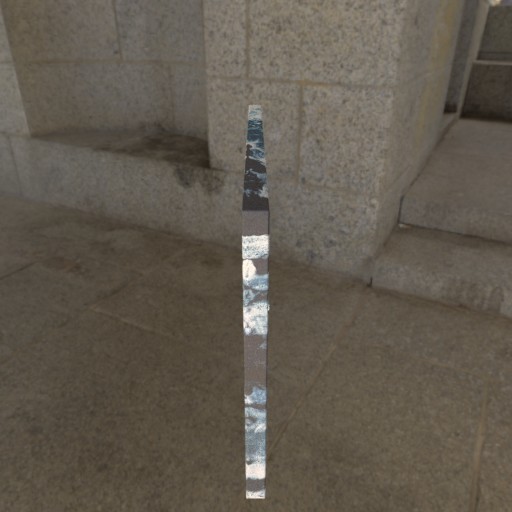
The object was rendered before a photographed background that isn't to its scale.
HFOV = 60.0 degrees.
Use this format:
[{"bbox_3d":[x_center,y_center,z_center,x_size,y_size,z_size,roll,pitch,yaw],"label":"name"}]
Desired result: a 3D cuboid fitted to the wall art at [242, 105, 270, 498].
[{"bbox_3d":[0.000,0.000,1.142,0.042,0.610,0.915,0,27,0],"label":"wall art"}]
